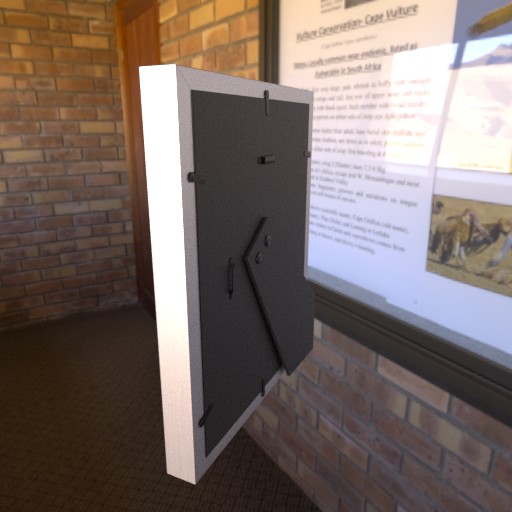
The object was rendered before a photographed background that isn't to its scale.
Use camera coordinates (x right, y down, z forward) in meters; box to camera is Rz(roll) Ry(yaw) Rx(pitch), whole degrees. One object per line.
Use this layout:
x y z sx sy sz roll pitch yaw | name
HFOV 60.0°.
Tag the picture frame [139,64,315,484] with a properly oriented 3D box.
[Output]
0.000 0.000 0.385 0.036 0.282 0.233 8 18 25 | picture frame
